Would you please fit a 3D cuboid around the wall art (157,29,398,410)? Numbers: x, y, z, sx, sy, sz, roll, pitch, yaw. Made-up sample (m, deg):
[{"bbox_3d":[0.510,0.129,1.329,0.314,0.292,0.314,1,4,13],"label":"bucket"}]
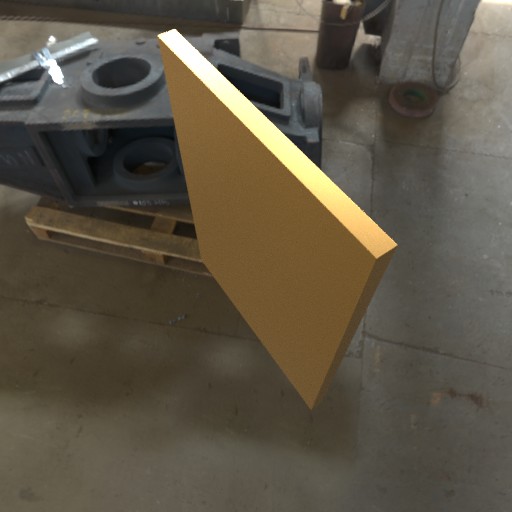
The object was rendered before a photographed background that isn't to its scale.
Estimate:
[{"bbox_3d":[0.000,0.000,1.059,0.038,0.812,0.610,-30,62,-18],"label":"wall art"}]
